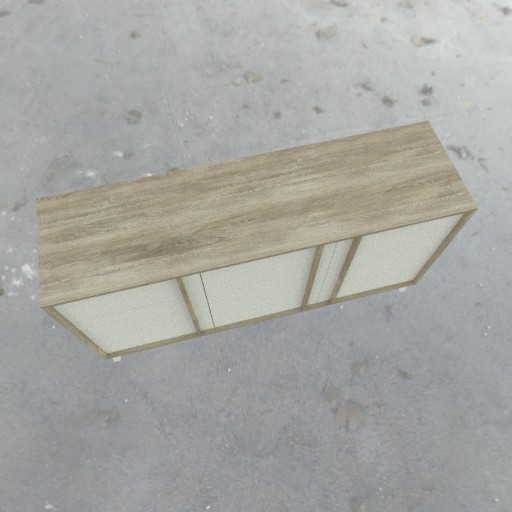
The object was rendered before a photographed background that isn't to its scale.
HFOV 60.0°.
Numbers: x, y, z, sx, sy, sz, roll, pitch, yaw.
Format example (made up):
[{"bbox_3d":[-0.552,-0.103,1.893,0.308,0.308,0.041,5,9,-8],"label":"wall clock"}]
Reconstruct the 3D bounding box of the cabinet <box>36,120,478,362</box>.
[{"bbox_3d":[0.000,0.000,2.053,1.600,0.870,0.450,-13,64,-6],"label":"cabinet"}]
